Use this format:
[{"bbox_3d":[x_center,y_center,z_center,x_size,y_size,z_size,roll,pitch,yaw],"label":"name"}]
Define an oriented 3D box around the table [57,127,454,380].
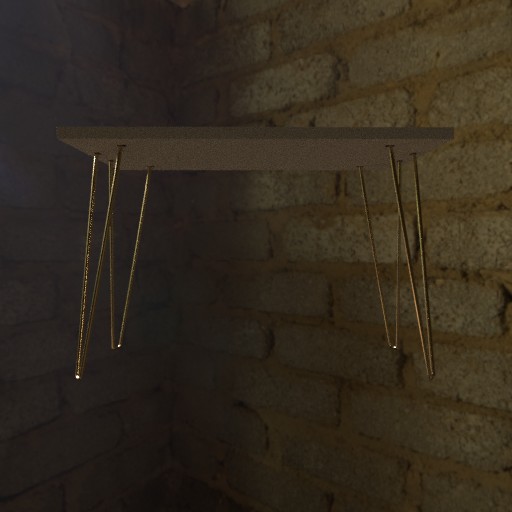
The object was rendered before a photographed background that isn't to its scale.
[{"bbox_3d":[0.000,0.000,1.363,0.991,0.660,0.498,0,2,0],"label":"table"}]
